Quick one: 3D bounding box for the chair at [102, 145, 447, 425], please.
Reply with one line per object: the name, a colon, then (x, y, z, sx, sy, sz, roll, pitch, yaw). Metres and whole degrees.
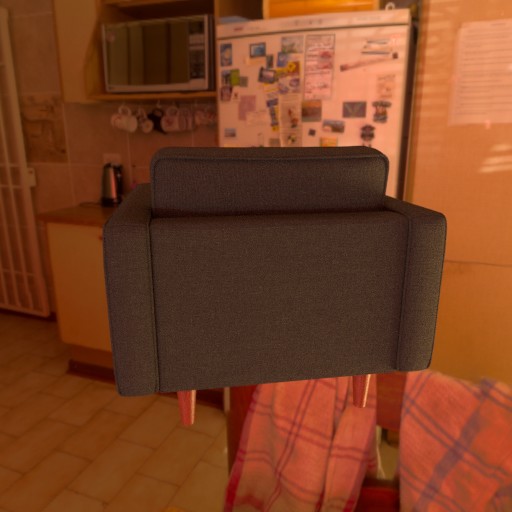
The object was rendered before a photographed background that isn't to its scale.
chair: (0.000, 0.000, 1.572, 0.899, 0.770, 0.919, -3, 16, -9)
